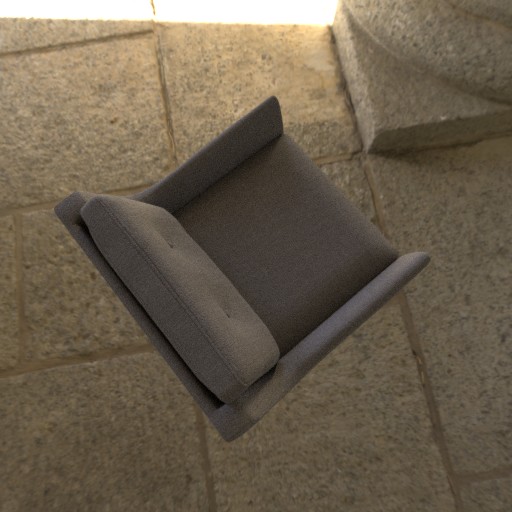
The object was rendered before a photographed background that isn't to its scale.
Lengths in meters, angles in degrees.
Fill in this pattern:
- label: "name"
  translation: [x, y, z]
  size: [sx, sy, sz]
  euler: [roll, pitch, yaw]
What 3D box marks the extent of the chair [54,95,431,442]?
- label: "chair"
  translation: [0.000, 0.000, 1.580]
  size: [0.849, 0.828, 0.847]
  euler: [-38, 78, -10]
